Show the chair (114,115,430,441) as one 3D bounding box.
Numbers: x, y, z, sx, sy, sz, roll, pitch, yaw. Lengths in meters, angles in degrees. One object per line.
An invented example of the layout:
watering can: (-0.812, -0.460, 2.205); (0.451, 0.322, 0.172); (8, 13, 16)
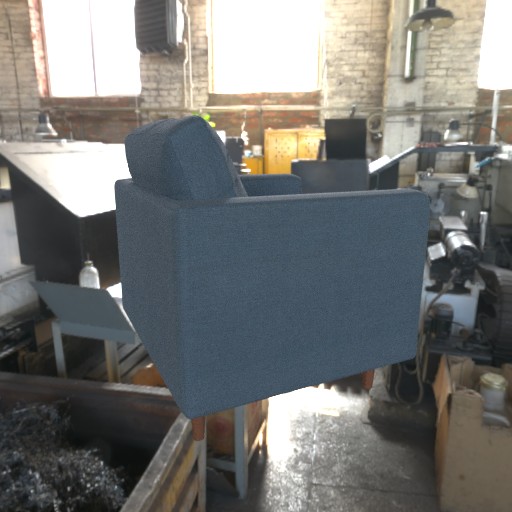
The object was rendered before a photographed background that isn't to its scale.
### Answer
chair: (0.000, 0.000, 1.568); (0.820, 0.922, 0.855); (-7, 16, -25)
